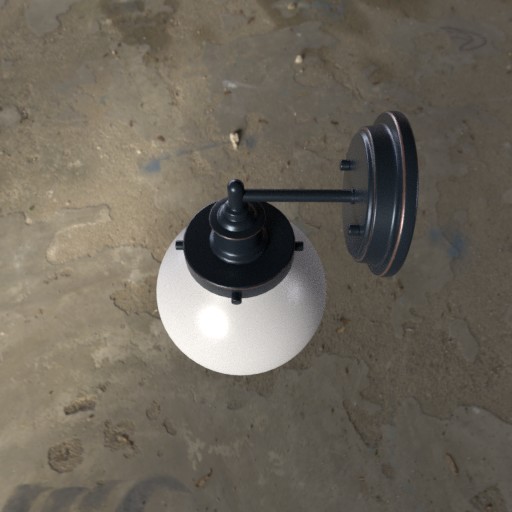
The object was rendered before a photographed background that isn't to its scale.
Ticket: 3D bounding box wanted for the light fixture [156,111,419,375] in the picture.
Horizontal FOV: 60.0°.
[{"bbox_3d":[0.000,0.000,0.462,0.230,0.332,0.197,0,57,0],"label":"light fixture"}]
